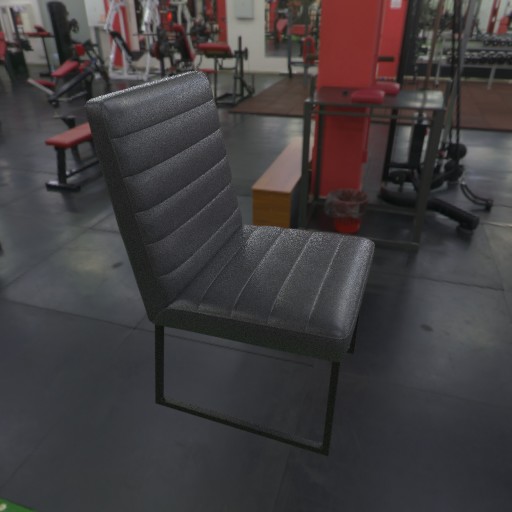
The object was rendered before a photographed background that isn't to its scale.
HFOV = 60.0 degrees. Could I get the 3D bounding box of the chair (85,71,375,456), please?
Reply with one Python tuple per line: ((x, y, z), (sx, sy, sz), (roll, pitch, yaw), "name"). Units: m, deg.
((0.000, 0.000, 1.288), (0.634, 0.930, 0.520), (10, 31, 17), "chair")
